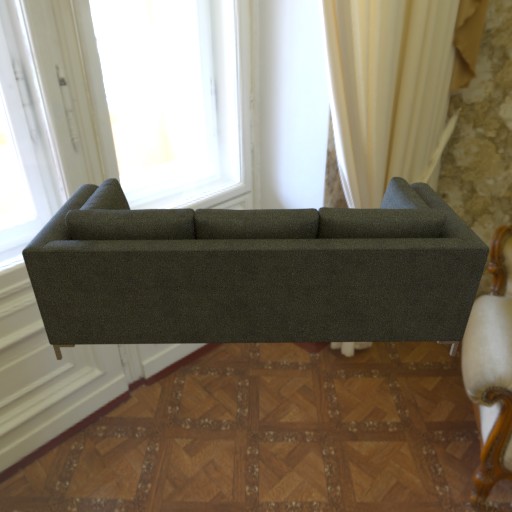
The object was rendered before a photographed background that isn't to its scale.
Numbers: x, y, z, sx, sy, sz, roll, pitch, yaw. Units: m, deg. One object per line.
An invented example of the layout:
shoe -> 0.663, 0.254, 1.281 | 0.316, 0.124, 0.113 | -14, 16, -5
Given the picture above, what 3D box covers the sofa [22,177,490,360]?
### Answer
sofa -> 0.000, 0.000, 2.847 | 2.415, 0.867, 0.969 | 0, 30, -1
